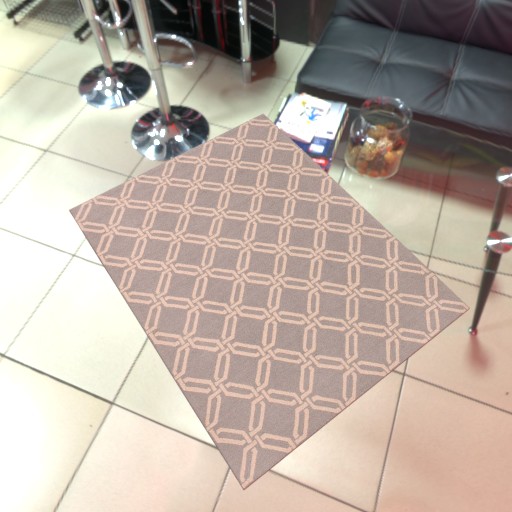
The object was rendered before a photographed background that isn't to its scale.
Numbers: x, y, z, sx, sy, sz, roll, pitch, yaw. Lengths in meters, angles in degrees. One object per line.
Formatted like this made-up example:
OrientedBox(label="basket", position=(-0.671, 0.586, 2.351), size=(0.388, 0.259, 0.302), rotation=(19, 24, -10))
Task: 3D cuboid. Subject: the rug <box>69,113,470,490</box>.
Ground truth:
OrientedBox(label="rug", position=(0.000, 0.000, 3.931), size=(2.288, 0.018, 2.895), rotation=(-32, 64, -18))
